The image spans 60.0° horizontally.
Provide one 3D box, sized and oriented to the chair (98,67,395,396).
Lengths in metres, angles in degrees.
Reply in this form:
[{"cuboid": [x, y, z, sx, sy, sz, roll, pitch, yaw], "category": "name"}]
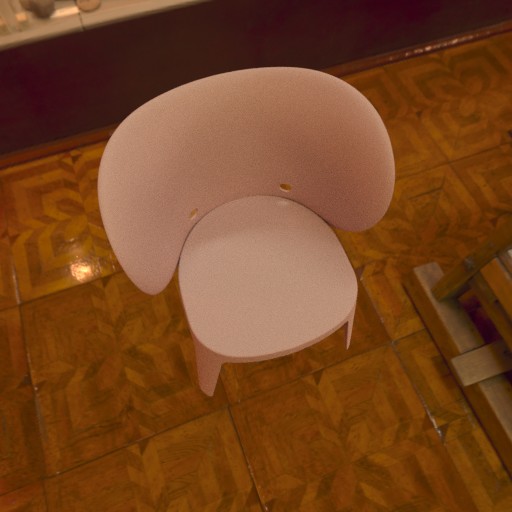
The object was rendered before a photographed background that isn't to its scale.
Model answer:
[{"cuboid": [0.000, 0.000, 0.868, 0.451, 0.554, 0.402, -17, 66, -8], "category": "chair"}]
